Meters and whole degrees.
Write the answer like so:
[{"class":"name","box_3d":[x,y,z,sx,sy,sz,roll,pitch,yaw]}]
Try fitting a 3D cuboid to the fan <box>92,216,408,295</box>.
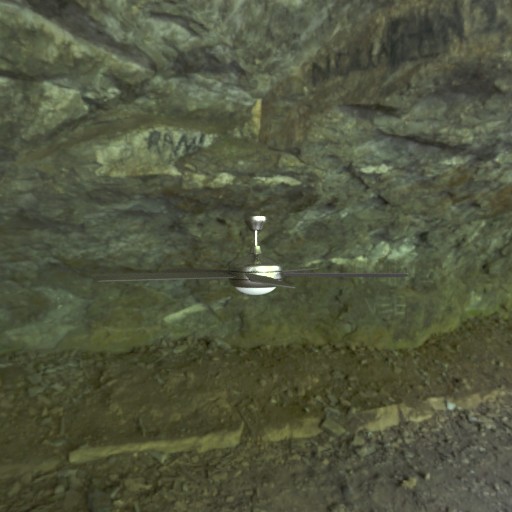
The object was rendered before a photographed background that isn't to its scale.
[{"class":"fan","box_3d":[0.000,0.000,2.032,1.321,0.356,1.321,0,0,19]}]
